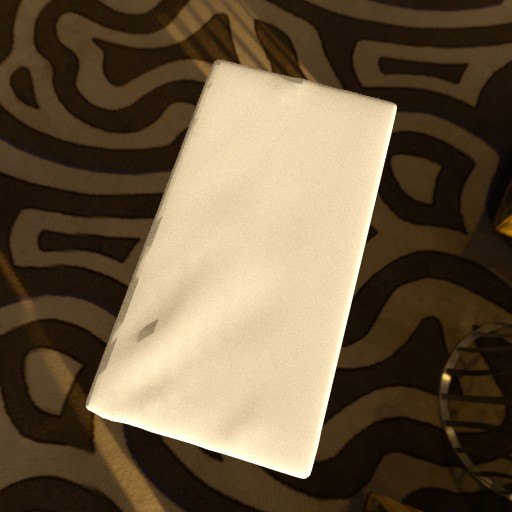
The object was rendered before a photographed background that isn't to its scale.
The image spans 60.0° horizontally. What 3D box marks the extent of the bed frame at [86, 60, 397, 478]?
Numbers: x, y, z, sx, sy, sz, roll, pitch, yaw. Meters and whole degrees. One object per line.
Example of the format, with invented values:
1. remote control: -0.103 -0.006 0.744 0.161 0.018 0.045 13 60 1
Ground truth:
1. bed frame: 0.000 0.000 2.370 1.025 0.640 1.908 16 75 4
